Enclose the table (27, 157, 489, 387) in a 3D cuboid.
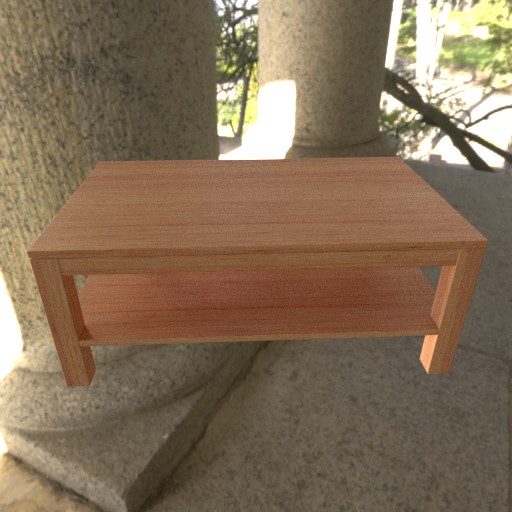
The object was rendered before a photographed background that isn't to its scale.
[{"bbox_3d":[0.000,0.000,1.511,1.146,0.457,0.695,-1,30,-2],"label":"table"}]
